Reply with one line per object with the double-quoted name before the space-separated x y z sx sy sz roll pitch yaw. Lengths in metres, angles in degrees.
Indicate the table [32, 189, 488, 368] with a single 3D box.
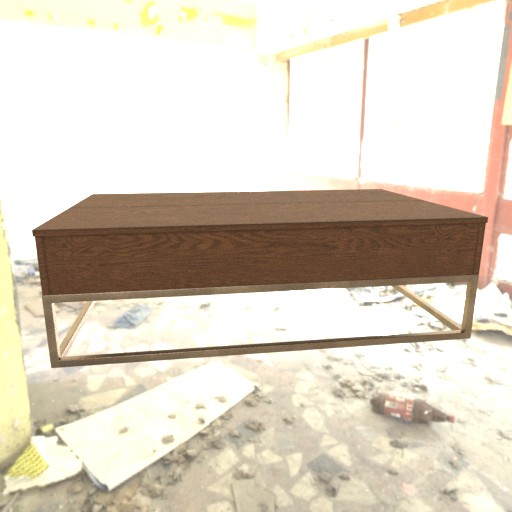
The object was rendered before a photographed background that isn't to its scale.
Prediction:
"table" 0.000 0.000 1.508 1.167 0.361 0.719 -2 15 -8
